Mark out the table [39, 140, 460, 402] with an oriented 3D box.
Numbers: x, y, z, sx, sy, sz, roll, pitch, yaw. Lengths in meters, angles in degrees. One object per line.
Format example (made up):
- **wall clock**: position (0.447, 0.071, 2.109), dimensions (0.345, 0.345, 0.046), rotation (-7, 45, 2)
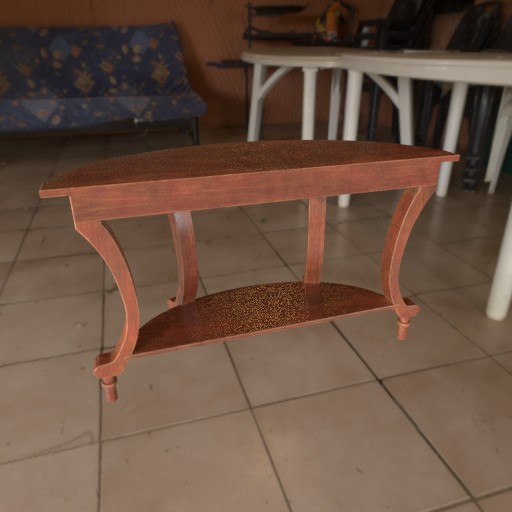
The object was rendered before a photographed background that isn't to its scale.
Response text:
- **table**: position (0.000, 0.000, 1.525), dimensions (1.198, 0.699, 0.394), rotation (-8, 27, -16)
